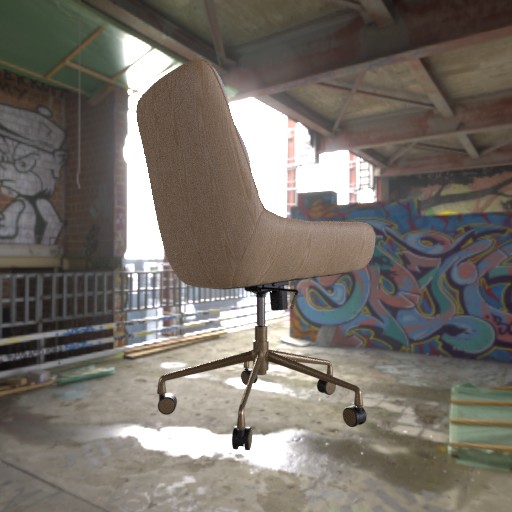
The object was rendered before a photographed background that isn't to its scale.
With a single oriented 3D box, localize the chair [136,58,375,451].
[{"bbox_3d":[0.000,0.000,1.360,0.668,0.952,0.564,0,-1,-37],"label":"chair"}]
